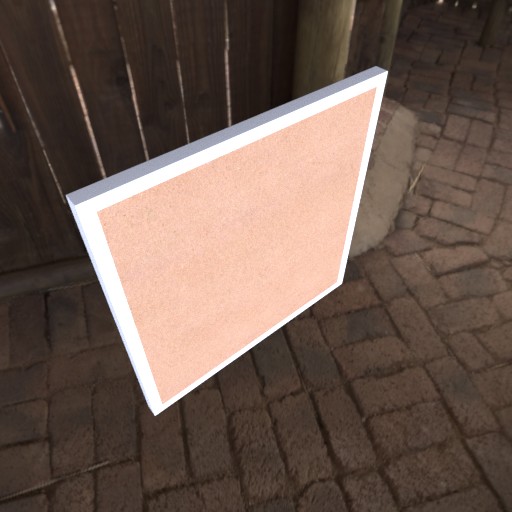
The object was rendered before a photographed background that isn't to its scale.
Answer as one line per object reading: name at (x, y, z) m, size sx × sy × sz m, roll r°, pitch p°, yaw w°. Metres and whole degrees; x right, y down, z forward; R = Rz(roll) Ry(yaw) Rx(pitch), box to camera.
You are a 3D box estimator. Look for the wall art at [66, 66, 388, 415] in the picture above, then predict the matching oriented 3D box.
wall art at (0.000, 0.000, 1.142) m, size 0.760 × 0.760 × 0.036 m, roll -31°, pitch 54°, yaw -26°
